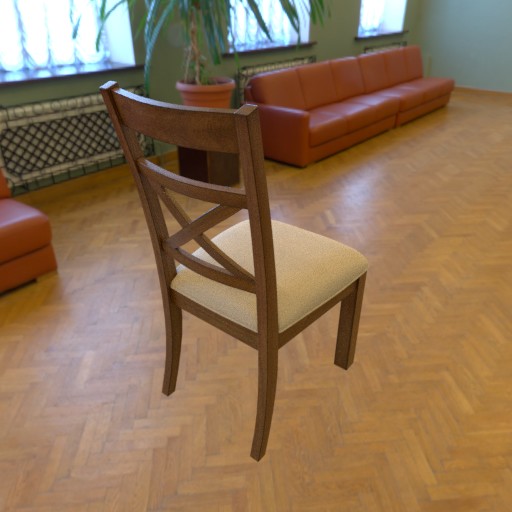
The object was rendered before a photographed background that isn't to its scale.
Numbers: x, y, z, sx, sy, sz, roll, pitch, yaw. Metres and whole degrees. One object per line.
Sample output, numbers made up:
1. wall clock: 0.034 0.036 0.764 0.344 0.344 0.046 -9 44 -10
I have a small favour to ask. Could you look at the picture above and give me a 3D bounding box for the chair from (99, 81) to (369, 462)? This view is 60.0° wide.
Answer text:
1. chair: 0.000 0.000 1.249 0.461 0.949 0.581 22 37 33
